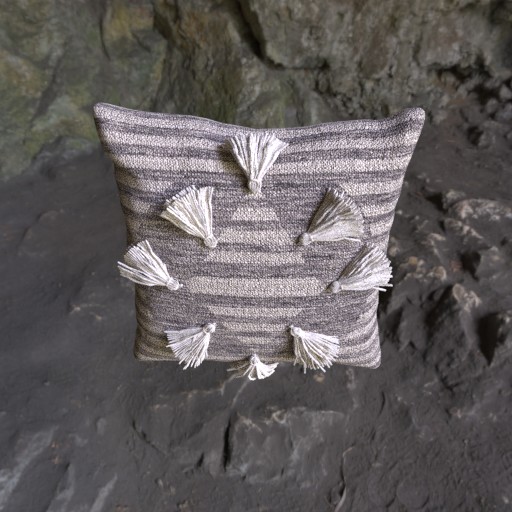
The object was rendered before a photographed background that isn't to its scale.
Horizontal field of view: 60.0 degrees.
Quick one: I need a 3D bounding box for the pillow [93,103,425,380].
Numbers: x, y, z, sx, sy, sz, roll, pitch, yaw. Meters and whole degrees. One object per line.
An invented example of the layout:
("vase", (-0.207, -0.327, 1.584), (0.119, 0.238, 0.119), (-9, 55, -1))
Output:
("pillow", (0.000, 0.000, 0.749), (0.484, 0.490, 0.234), (1, 30, 2))
